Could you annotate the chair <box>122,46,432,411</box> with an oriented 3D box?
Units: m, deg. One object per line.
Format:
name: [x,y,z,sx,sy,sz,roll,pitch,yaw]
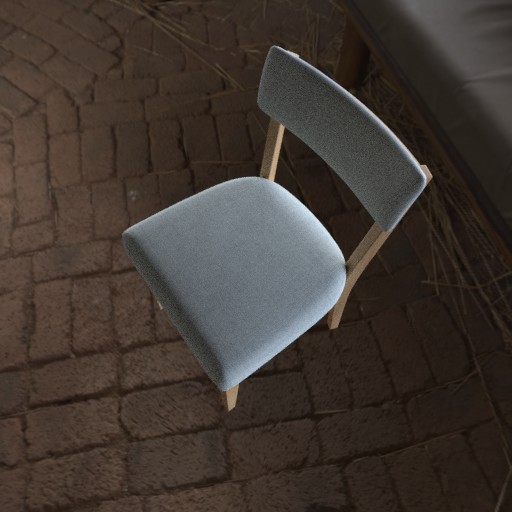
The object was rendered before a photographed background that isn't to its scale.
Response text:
chair: [0.000,0.000,1.220,0.572,0.832,0.508,-33,67,-16]
